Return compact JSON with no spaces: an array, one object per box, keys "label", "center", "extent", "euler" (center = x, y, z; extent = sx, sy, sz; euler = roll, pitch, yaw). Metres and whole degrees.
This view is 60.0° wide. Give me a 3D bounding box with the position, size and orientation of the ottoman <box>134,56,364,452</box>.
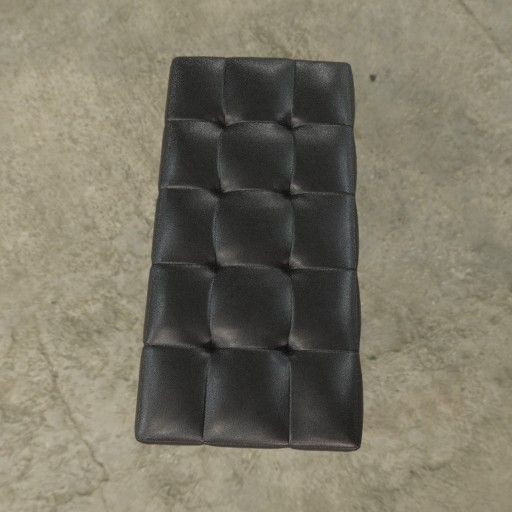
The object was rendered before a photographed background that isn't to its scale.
[{"label":"ottoman","center":[0.000,0.000,1.106],"extent":[0.432,0.470,0.838],"euler":[2,75,1]}]
